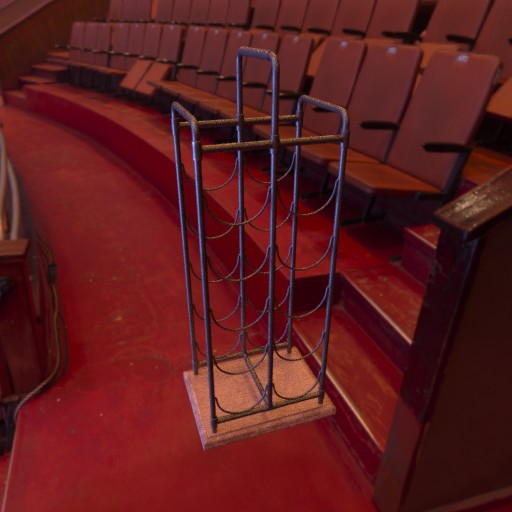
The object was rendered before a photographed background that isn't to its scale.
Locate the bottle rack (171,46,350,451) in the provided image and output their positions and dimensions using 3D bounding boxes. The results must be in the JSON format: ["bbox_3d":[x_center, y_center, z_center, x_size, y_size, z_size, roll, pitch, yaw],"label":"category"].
[{"bbox_3d":[0.000,0.000,0.800,0.276,0.680,0.208,-9,29,-17],"label":"bottle rack"}]
